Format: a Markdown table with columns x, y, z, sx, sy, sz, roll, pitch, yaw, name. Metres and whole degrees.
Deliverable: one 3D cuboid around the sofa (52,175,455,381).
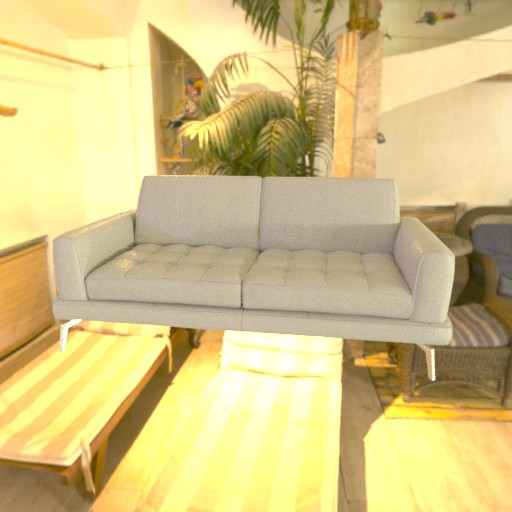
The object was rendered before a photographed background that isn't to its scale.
| x | y | z | sx | sy | sz | roll | pitch | yaw | name |
| --- | --- | --- | --- | --- | --- | --- | --- | --- | --- |
| 0.000 | 0.000 | 2.775 | 2.177 | 0.930 | 1.121 | 2 | 15 | 9 | sofa |
